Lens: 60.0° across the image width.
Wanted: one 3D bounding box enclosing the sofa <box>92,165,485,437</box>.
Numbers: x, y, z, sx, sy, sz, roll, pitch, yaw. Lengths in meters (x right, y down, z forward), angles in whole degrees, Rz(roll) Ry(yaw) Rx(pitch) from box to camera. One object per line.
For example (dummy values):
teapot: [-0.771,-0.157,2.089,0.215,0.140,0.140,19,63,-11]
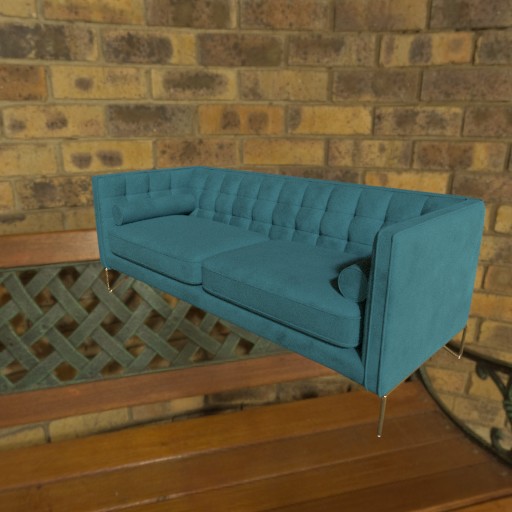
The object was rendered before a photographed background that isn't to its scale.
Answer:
sofa: [0.000,0.000,2.459,2.087,0.789,0.867,16,24,42]
